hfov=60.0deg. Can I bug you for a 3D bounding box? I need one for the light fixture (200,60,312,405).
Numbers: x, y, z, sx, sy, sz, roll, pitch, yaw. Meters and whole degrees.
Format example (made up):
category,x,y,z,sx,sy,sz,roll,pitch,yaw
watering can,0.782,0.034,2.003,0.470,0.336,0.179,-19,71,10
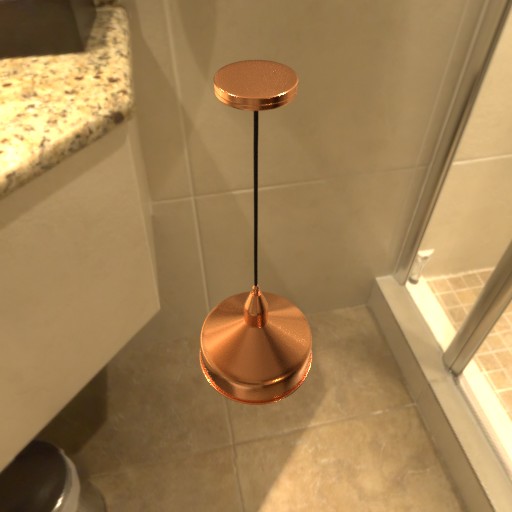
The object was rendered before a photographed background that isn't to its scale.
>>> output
category,x,y,z,sx,sy,sz,roll,pitch,yaw
light fixture,0.000,0.000,0.916,0.301,0.754,0.301,32,55,27
